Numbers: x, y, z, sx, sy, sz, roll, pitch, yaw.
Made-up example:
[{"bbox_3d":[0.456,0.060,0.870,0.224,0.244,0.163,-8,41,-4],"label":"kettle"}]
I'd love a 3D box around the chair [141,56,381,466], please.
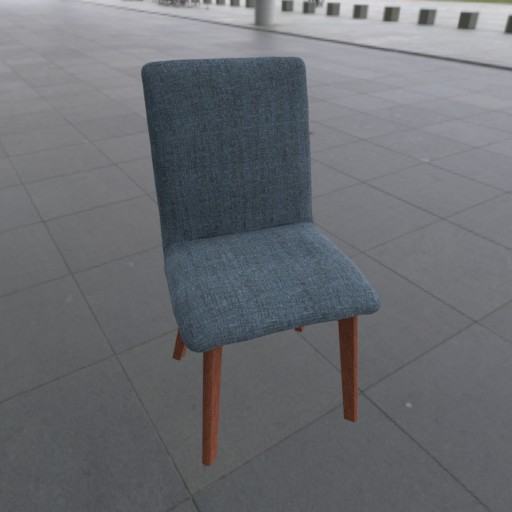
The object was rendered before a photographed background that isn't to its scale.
[{"bbox_3d":[0.000,0.000,1.259,0.522,0.974,0.563,-10,34,-15],"label":"chair"}]
